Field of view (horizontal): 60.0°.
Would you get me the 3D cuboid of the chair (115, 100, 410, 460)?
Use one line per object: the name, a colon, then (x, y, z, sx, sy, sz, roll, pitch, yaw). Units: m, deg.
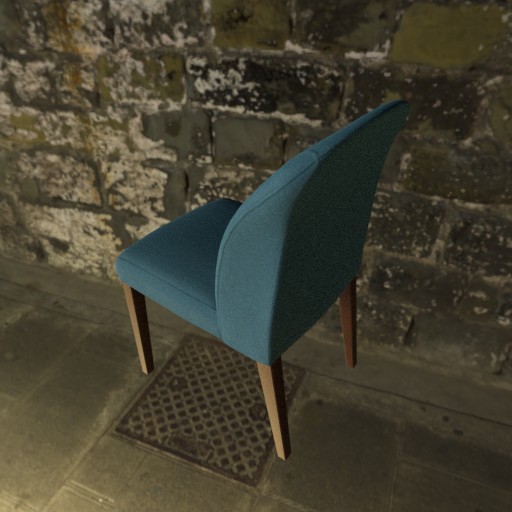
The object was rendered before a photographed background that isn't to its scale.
chair: (0.000, 0.000, 1.201, 0.620, 0.879, 0.507, 21, 38, 30)
